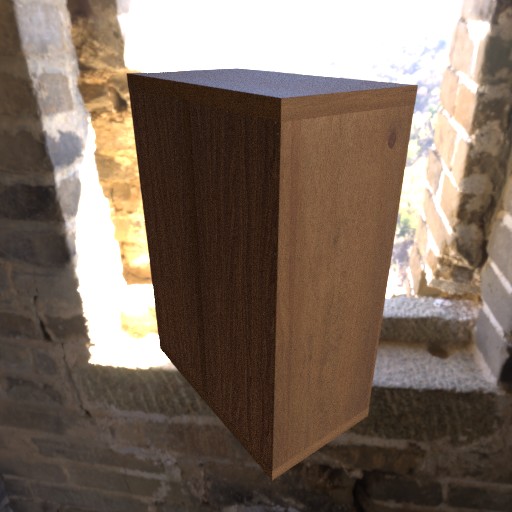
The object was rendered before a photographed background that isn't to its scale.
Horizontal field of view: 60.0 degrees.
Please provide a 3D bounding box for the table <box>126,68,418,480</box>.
[{"bbox_3d":[0.000,0.000,1.732,0.524,1.294,0.901,-18,32,-32],"label":"table"}]
